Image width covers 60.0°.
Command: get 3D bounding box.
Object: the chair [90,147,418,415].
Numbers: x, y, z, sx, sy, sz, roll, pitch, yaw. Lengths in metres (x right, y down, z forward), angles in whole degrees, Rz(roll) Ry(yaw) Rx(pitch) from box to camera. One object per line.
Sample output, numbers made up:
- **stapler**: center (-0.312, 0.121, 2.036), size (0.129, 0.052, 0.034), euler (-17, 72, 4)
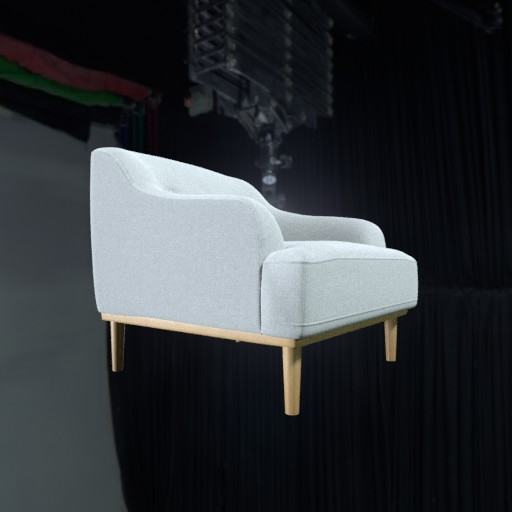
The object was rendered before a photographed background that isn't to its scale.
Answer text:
- **chair**: center (0.000, 0.000, 1.669), size (0.951, 0.818, 0.946), euler (-1, -1, 36)
